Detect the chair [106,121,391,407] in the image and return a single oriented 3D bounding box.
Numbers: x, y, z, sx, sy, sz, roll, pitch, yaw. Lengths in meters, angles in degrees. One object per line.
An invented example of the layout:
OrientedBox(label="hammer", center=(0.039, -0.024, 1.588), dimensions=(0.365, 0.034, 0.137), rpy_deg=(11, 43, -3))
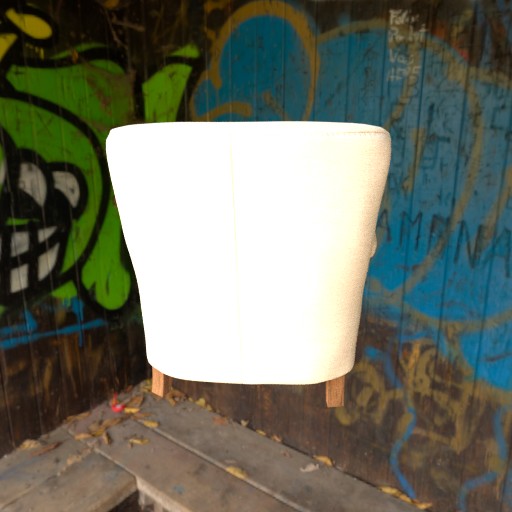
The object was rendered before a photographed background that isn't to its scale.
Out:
OrientedBox(label="chair", center=(0.000, 0.000, 1.672), dimensions=(0.861, 0.936, 0.921), rpy_deg=(2, 14, 8))
